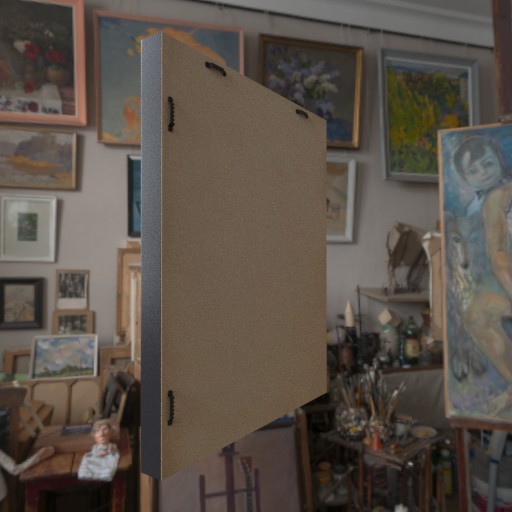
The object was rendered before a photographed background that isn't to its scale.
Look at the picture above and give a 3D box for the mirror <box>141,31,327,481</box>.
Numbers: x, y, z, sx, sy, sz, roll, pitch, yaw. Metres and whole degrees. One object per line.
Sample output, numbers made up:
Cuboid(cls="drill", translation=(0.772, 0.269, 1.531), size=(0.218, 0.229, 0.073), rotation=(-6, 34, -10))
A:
Cuboid(cls="mirror", translation=(0.000, 0.000, 0.672), size=(0.041, 0.508, 0.405), rotation=(0, 0, 36))
